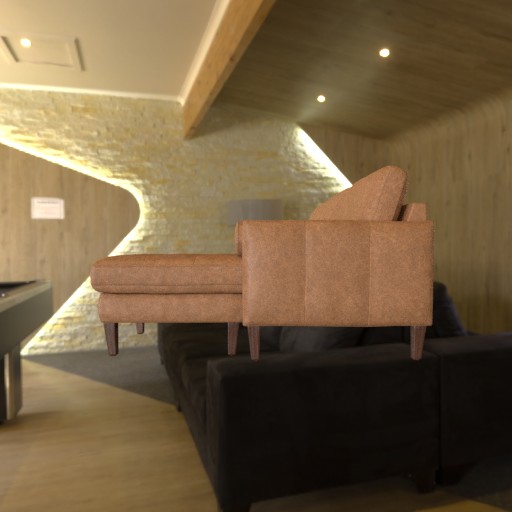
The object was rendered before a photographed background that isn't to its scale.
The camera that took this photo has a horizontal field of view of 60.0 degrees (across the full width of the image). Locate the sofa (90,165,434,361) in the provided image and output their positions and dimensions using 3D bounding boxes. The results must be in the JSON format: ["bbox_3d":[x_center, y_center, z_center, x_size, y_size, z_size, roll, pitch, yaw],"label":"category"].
[{"bbox_3d":[0.000,0.000,2.971,1.506,0.876,2.178,0,1,-1],"label":"sofa"}]
